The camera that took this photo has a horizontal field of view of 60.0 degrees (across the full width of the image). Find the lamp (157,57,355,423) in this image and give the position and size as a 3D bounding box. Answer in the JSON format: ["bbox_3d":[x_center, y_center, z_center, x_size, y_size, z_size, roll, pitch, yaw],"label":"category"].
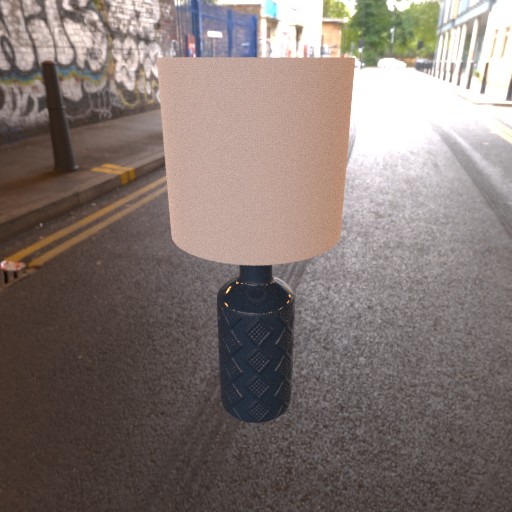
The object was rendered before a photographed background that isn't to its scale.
[{"bbox_3d":[0.000,0.000,0.564,0.207,0.461,0.207,-16,29,-32],"label":"lamp"}]
